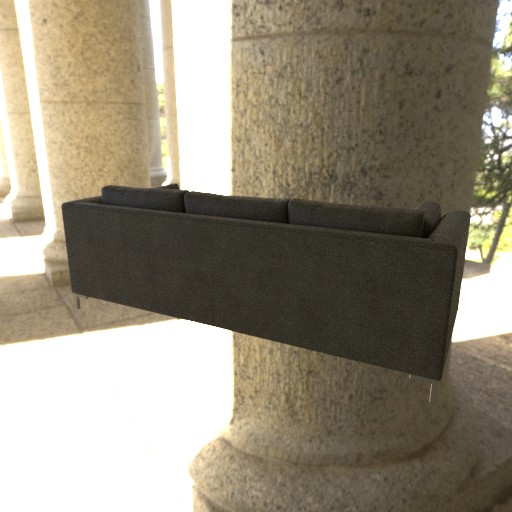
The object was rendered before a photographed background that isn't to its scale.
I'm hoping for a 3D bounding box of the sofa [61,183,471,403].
[{"bbox_3d":[0.000,0.000,2.877,2.415,0.867,0.969,8,18,27],"label":"sofa"}]
